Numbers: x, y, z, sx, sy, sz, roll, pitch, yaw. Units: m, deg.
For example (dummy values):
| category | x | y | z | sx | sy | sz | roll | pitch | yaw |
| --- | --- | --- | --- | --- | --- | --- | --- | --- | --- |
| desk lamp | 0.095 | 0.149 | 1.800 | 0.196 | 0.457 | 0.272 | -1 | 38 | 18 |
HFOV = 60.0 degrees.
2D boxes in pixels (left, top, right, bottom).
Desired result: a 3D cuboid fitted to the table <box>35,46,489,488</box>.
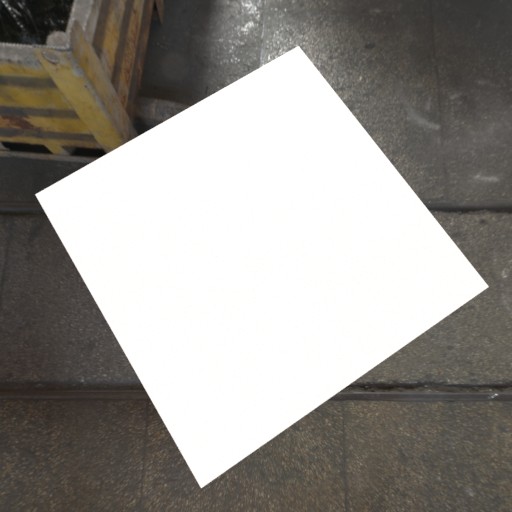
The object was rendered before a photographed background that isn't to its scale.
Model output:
| category | x | y | z | sx | sy | sz | roll | pitch | yaw |
| --- | --- | --- | --- | --- | --- | --- | --- | --- | --- |
| table | 0.000 | 0.000 | 1.086 | 0.700 | 0.289 | 0.700 | -32 | 78 | -8 |
